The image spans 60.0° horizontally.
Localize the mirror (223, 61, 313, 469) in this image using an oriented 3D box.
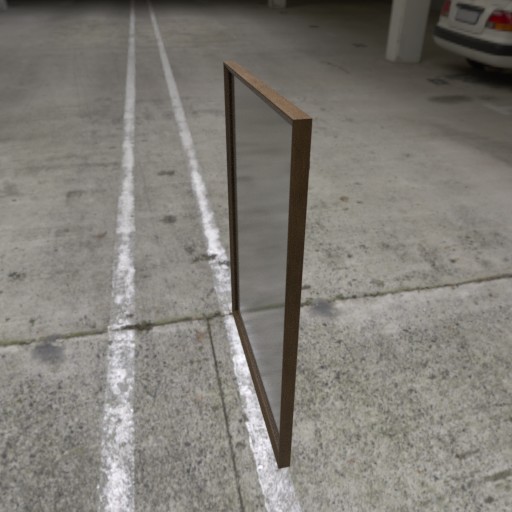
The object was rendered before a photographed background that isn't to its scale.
[{"bbox_3d":[0.000,0.000,1.369,0.041,1.016,0.762,-7,32,-11],"label":"mirror"}]
